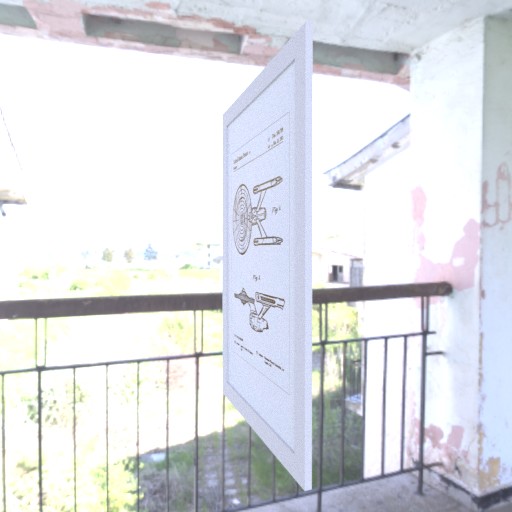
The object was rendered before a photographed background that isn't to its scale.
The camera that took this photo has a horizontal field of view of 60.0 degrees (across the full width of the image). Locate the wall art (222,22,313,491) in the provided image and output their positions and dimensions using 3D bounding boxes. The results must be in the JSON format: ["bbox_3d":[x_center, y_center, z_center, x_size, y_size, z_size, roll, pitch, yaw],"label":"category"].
[{"bbox_3d":[0.000,0.000,0.838,0.011,0.659,0.454,0,1,-19],"label":"wall art"}]
